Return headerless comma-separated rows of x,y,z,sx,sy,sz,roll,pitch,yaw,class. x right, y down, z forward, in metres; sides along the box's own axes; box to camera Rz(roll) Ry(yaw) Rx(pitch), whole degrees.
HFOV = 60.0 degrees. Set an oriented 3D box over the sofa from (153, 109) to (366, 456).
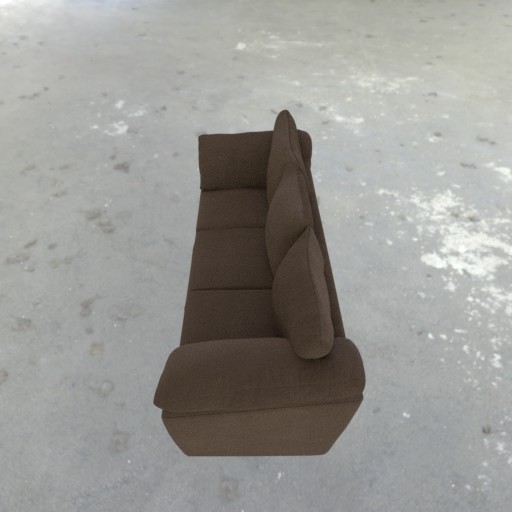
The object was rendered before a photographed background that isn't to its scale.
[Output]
0.000,0.000,2.799,0.878,1.015,2.336,0,42,-1,sofa
